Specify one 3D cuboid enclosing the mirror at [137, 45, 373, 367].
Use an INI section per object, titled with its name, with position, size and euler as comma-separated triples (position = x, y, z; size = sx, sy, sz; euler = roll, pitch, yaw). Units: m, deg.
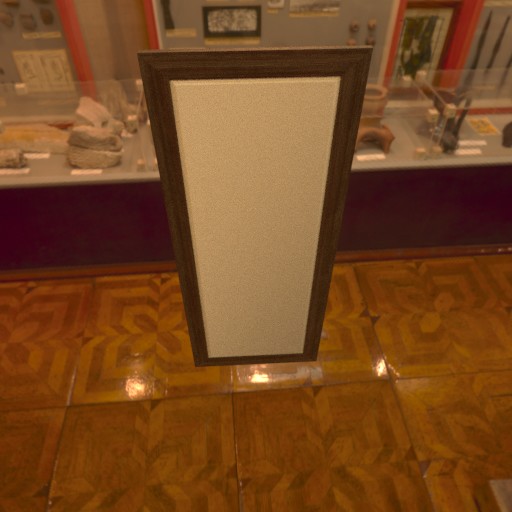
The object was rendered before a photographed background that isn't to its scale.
[mirror]
position = 0.000, 0.000, 2.253
size = 0.812, 2.032, 0.025
euler = -2, 45, -2
